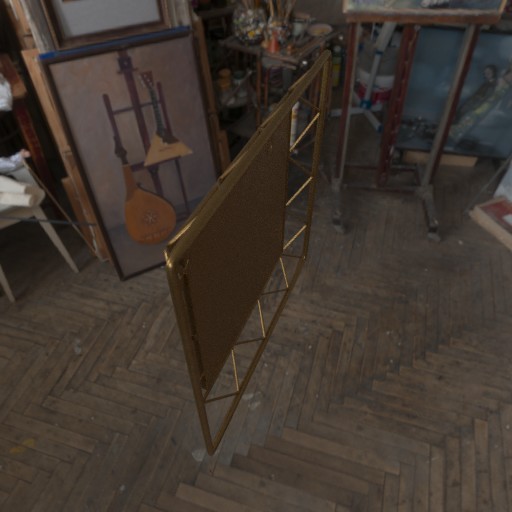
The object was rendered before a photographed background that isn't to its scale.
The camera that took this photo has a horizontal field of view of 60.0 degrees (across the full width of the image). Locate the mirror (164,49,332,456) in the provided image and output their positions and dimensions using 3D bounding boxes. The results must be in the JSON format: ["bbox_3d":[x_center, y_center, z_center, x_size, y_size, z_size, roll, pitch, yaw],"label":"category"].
[{"bbox_3d":[0.000,0.000,0.610,0.046,0.414,0.416,17,50,15],"label":"mirror"}]
